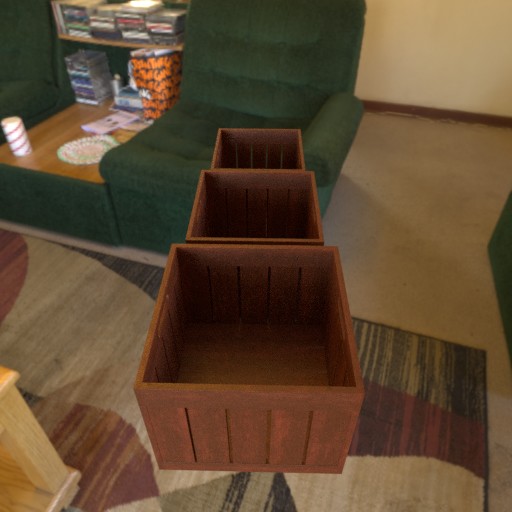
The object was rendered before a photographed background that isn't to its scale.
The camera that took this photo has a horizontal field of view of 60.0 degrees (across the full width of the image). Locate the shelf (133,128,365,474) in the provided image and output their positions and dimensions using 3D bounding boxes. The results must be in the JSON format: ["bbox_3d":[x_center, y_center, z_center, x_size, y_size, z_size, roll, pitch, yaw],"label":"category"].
[{"bbox_3d":[0.000,0.000,1.256,0.393,0.311,1.064,1,41,1],"label":"shelf"}]
